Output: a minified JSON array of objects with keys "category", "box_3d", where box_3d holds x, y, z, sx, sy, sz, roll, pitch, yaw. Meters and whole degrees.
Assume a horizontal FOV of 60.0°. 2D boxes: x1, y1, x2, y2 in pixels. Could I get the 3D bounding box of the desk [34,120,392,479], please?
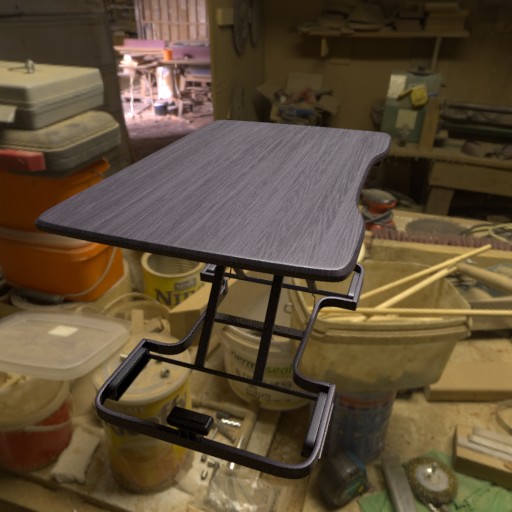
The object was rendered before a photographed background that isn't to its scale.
[{"category":"desk","box_3d":[0.000,0.000,1.113,0.546,0.470,0.820,10,31,17]}]
